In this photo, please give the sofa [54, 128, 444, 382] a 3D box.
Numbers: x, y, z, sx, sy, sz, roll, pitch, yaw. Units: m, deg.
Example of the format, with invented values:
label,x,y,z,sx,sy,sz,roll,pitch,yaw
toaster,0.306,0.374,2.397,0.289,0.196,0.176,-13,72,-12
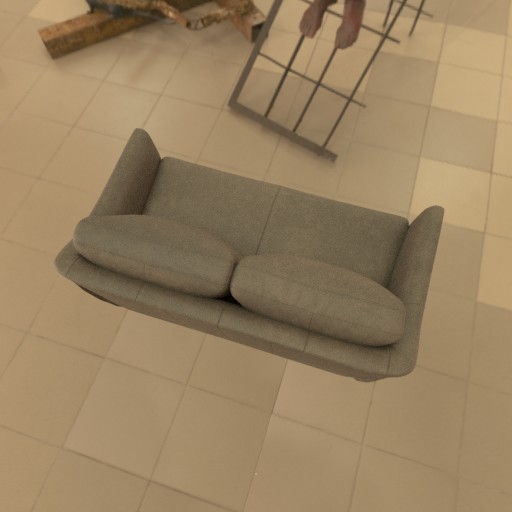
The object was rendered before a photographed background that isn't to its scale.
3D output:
label,x,y,z,sx,sy,sz,roll,pitch,yaw
sofa,0.000,0.000,2.157,1.619,0.902,0.960,16,65,8
